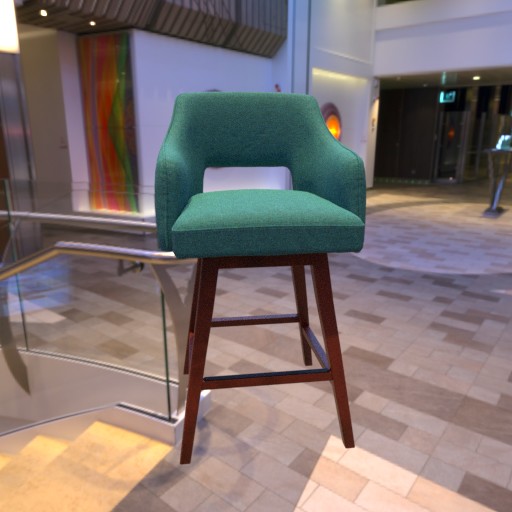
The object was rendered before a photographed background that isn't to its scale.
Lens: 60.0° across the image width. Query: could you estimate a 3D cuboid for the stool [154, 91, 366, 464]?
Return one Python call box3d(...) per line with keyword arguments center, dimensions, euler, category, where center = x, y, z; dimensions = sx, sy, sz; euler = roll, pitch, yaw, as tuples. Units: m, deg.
box3d(center=(0.000, 0.000, 1.313), dimensions=(0.548, 0.961, 0.556), euler=(-2, 16, -8), category="stool")
